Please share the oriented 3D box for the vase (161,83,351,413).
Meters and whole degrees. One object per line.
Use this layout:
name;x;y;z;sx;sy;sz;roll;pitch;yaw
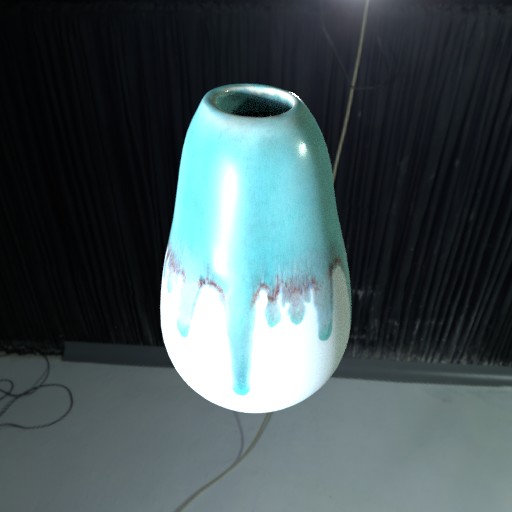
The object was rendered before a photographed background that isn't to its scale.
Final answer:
vase;0.000;0.000;0.253;0.116;0.179;0.116;0;33;0
